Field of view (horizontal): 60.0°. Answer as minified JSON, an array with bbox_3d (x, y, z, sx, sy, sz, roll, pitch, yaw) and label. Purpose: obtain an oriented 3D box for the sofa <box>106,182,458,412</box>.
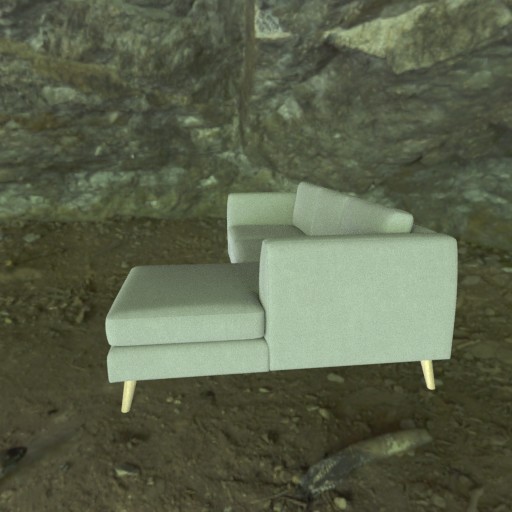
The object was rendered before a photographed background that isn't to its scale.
[{"bbox_3d":[0.000,0.000,3.025,1.580,0.860,2.300,-2,14,-7],"label":"sofa"}]
